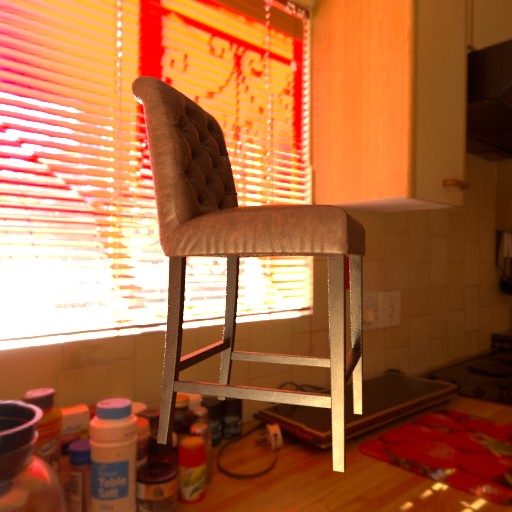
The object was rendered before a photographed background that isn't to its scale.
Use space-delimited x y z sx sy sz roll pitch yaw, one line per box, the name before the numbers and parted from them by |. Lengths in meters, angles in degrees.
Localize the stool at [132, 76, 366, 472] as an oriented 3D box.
stool | 0.000 0.000 1.428 0.660 1.084 0.486 0 -1 19
